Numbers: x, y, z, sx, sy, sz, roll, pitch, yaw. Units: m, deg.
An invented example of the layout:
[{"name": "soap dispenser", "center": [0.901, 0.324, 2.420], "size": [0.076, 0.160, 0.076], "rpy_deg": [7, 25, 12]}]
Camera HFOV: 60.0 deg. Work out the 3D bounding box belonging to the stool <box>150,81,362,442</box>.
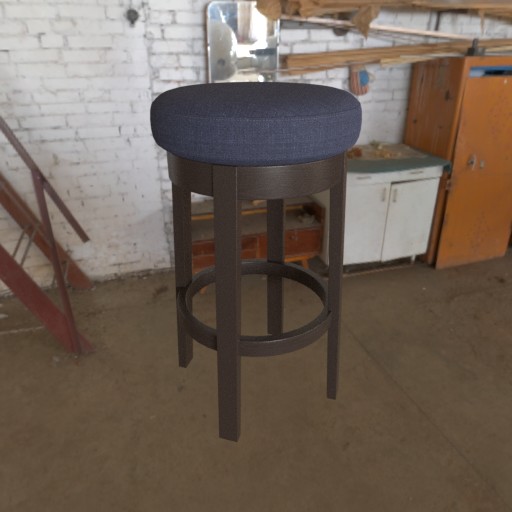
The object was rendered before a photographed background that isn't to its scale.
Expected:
[{"name": "stool", "center": [0.000, 0.000, 1.058], "size": [0.446, 0.758, 0.446], "rpy_deg": [0, 27, 0]}]
